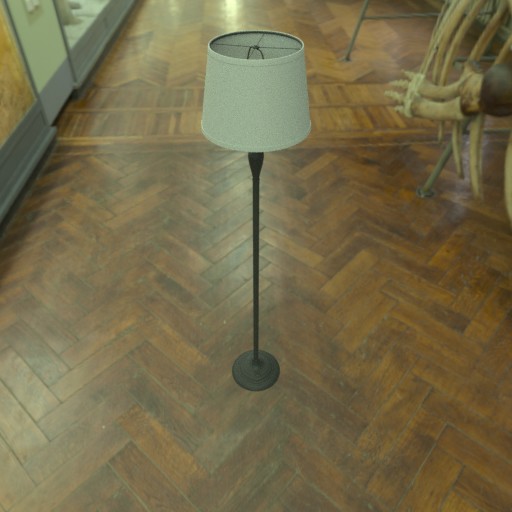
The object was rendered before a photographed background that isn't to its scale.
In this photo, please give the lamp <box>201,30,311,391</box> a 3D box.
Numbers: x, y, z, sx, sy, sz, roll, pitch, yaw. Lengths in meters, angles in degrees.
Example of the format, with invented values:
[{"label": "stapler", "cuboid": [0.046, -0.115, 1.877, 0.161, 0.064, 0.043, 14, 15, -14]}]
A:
[{"label": "lamp", "cuboid": [0.000, 0.000, 1.674, 0.327, 1.506, 0.327, -24, 47, -24]}]
